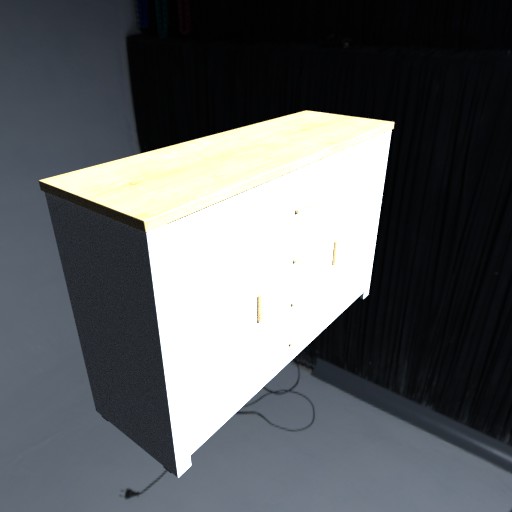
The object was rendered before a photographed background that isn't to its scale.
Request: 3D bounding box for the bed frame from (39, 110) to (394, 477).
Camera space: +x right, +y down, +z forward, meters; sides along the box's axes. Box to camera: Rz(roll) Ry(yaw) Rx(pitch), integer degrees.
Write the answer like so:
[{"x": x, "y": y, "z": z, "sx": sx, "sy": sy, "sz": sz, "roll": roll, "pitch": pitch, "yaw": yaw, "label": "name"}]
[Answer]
[{"x": 0.000, "y": 0.000, "z": 1.695, "sx": 0.430, "sy": 0.850, "sz": 1.300, "roll": 20, "pitch": 34, "yaw": 33, "label": "bed frame"}]
